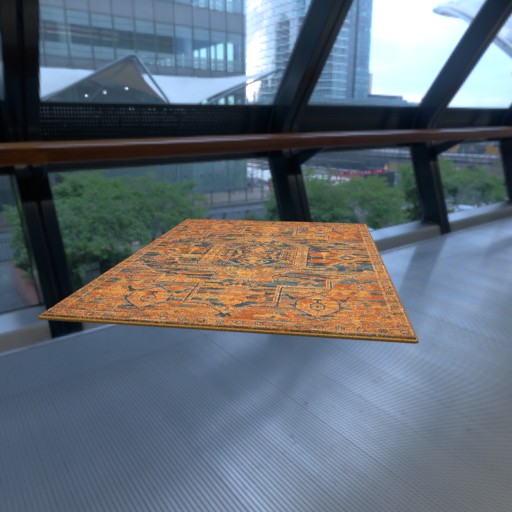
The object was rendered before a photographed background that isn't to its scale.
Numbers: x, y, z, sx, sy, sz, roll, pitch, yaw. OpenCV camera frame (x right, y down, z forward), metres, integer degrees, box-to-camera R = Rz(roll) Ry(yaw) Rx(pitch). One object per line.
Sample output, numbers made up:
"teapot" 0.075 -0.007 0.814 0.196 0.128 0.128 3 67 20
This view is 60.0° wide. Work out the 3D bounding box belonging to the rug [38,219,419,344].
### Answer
"rug" 0.000 0.000 2.855 1.588 0.024 2.204 2 16 8
